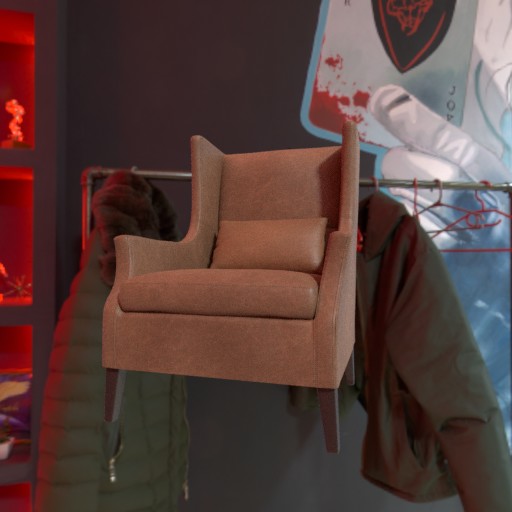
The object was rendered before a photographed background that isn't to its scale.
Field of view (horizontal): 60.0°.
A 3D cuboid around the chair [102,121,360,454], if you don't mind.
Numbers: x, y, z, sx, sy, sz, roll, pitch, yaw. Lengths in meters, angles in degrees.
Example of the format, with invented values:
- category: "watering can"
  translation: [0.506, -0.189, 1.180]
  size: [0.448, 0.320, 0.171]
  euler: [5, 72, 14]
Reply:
- category: "chair"
  translation: [0.000, 0.000, 1.734]
  size: [0.815, 1.088, 0.913]
  euler: [0, 0, 18]
